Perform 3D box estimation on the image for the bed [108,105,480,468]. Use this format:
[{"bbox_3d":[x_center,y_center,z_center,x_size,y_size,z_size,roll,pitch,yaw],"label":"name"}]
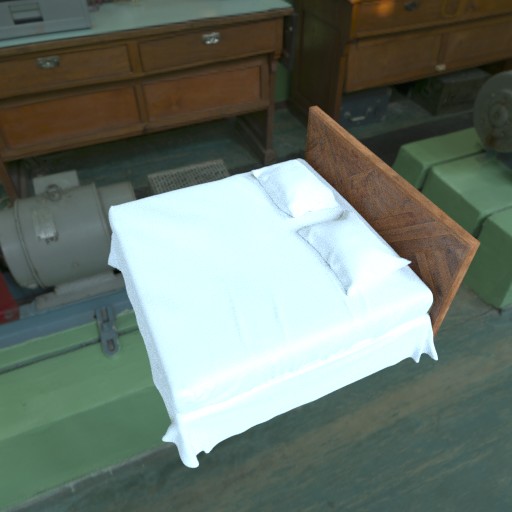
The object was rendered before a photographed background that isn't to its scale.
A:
[{"bbox_3d":[0.000,0.000,3.471,2.165,1.158,2.255,-18,47,-17],"label":"bed"}]
